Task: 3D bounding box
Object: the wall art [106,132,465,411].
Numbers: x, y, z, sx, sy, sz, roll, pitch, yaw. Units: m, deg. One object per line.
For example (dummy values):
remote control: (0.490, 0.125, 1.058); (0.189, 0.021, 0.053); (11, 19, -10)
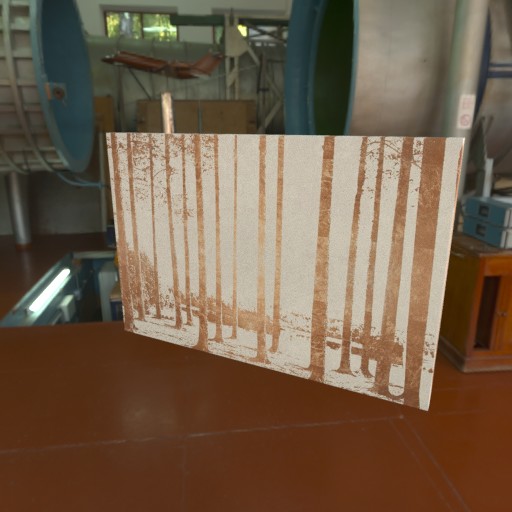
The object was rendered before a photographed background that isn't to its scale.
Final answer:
wall art: (0.000, 0.000, 0.769); (0.609, 0.405, 0.035); (8, 19, 26)
